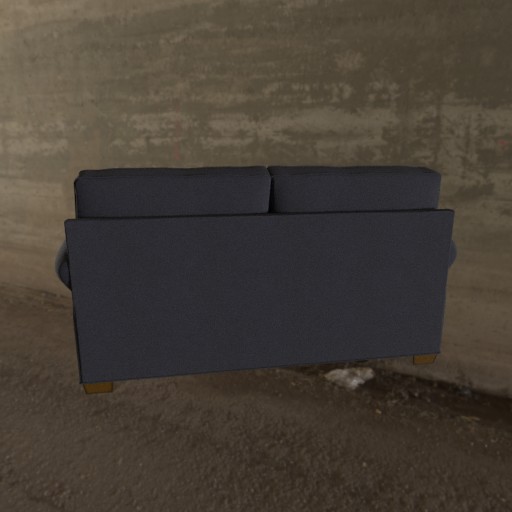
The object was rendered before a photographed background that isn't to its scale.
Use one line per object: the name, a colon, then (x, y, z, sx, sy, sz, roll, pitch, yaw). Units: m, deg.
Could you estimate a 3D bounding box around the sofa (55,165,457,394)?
sofa: (0.000, 0.000, 2.506, 2.009, 1.031, 0.951, -2, 14, -10)
